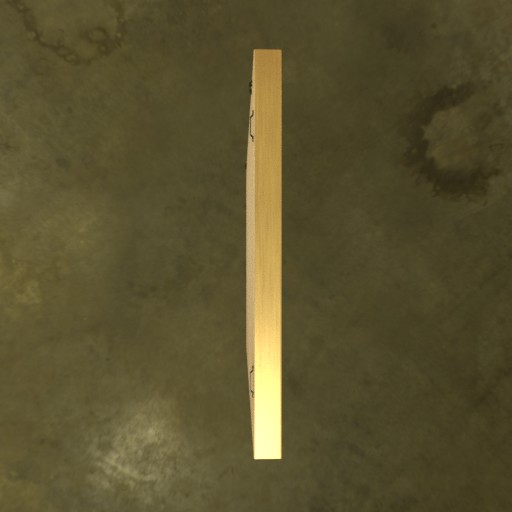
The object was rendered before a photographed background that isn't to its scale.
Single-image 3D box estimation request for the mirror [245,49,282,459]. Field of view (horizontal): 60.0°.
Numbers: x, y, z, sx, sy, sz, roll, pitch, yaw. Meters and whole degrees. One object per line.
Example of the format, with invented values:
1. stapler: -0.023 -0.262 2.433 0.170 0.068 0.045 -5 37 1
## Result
1. mirror: 0.000 0.000 0.903 0.039 0.710 0.507 0 89 -2
